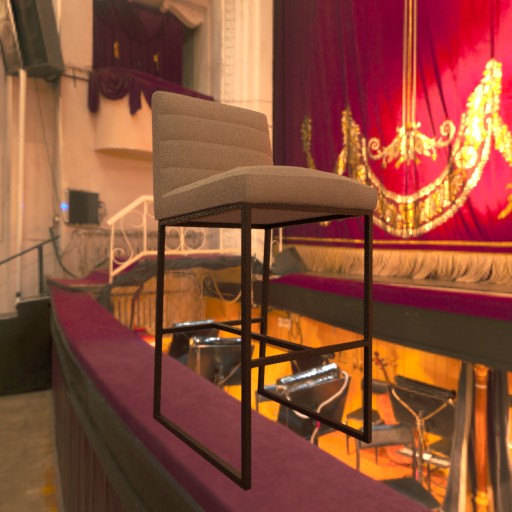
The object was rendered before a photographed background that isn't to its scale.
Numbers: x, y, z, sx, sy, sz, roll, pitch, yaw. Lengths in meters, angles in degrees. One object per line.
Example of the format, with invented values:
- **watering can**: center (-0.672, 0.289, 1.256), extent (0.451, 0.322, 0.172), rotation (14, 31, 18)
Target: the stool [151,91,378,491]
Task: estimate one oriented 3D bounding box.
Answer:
- **stool**: center (0.000, 0.000, 1.344), extent (0.464, 1.061, 0.573), rotation (-1, 1, -36)
